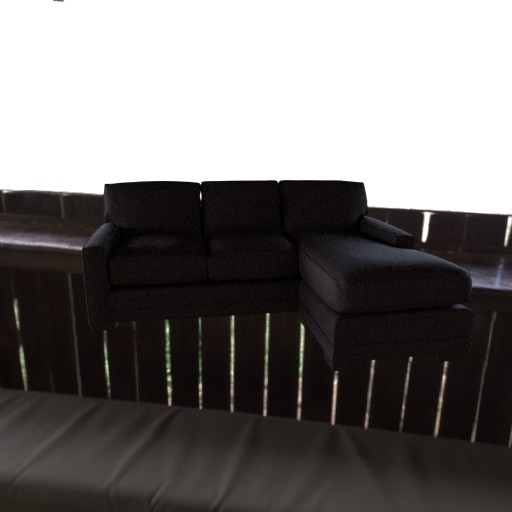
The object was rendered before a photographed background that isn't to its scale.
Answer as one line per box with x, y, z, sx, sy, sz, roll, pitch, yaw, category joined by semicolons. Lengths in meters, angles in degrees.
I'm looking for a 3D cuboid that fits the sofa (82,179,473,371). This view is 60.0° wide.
0.000;0.000;3.212;2.370;0.973;1.790;-2;15;-9;sofa
